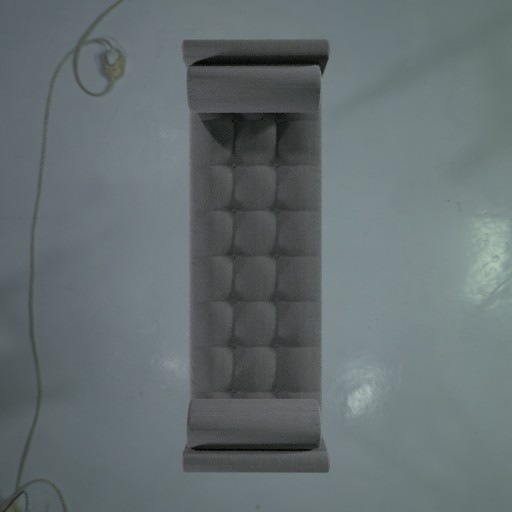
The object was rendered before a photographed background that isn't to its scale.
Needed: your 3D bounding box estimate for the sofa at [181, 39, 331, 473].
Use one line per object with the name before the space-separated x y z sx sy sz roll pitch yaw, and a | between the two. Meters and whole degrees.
sofa | 0.000 0.000 2.316 0.686 0.635 1.981 0 90 0
